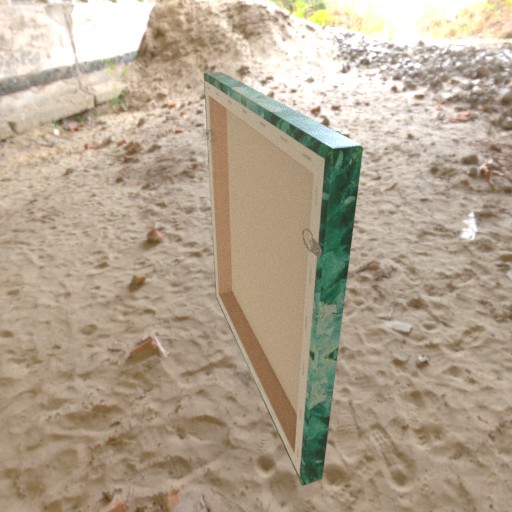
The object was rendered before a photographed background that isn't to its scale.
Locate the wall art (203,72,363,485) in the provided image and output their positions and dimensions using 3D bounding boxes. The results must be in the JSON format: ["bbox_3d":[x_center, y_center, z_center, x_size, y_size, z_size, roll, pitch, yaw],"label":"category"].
[{"bbox_3d":[0.000,0.000,0.739,0.038,0.508,0.507,-10,32,-16],"label":"wall art"}]
